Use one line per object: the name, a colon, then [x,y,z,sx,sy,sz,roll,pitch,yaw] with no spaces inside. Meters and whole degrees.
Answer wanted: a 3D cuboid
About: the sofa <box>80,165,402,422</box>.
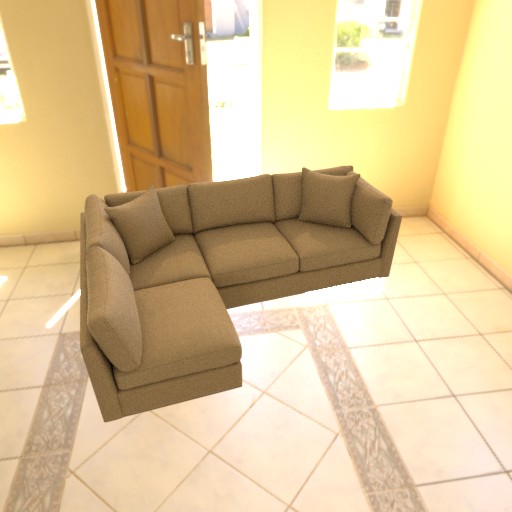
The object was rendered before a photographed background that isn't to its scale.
sofa: [0.000,0.000,3.940,2.896,0.978,1.994,-10,33,-16]
